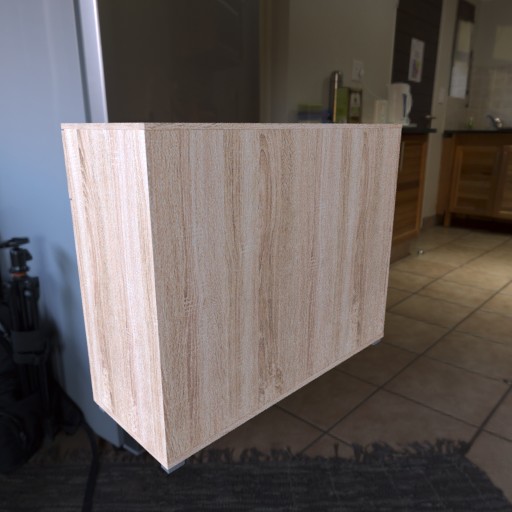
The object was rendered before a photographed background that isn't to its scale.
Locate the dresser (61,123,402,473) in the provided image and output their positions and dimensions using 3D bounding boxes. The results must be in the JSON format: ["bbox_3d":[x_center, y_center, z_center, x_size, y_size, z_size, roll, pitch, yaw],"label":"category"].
[{"bbox_3d":[0.000,0.000,1.574,1.100,0.900,0.450,-16,23,-42],"label":"dresser"}]
